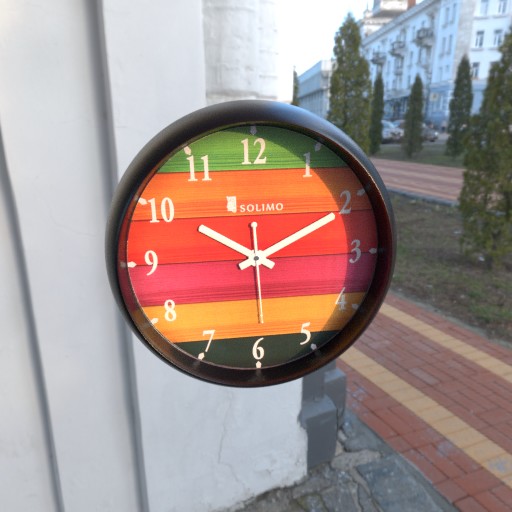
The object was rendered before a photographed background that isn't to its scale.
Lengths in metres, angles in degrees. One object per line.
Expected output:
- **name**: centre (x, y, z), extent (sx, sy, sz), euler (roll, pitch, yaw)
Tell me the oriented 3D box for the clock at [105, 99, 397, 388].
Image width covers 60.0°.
- **clock**: centre (0.000, 0.000, 0.447), extent (0.300, 0.300, 0.060), euler (-2, 17, -8)
